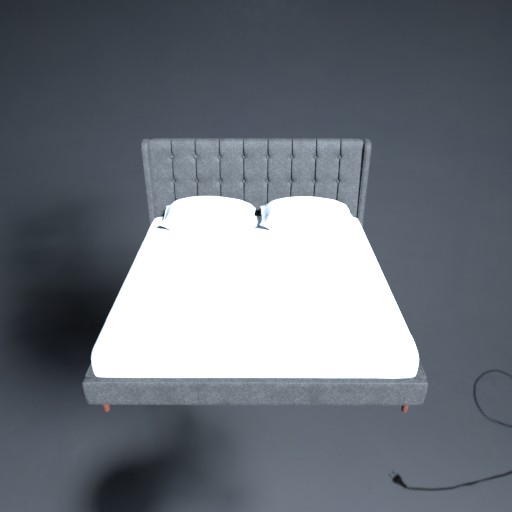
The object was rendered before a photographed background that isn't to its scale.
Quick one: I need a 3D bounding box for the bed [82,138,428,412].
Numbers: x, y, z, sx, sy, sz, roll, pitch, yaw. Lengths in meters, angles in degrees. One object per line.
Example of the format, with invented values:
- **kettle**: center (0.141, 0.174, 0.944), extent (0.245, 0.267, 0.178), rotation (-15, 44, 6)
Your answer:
- **bed**: center (0.000, 0.000, 2.557), extent (1.531, 0.933, 1.638), rotation (0, 30, 0)
